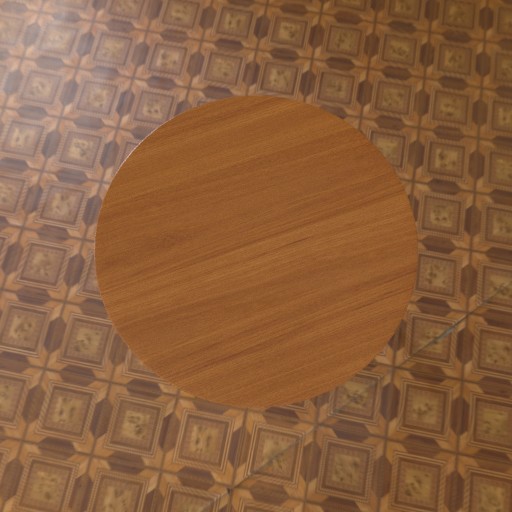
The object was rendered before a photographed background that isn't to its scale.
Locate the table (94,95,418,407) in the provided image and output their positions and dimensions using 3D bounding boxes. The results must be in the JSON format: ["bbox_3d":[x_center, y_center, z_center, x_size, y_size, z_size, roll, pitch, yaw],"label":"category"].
[{"bbox_3d":[0.000,0.000,1.640,1.029,0.490,1.029,0,76,0],"label":"table"}]
